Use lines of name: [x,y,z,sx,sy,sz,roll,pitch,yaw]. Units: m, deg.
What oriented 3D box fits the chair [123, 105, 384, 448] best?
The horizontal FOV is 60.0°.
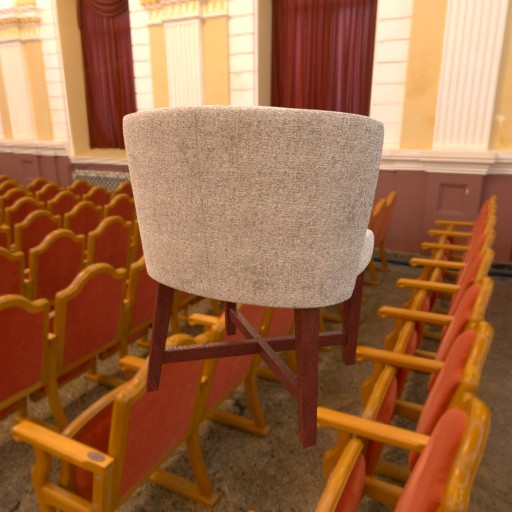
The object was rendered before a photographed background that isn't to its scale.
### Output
chair: [0.000,0.000,1.313,0.728,0.827,0.575,9,18,27]
